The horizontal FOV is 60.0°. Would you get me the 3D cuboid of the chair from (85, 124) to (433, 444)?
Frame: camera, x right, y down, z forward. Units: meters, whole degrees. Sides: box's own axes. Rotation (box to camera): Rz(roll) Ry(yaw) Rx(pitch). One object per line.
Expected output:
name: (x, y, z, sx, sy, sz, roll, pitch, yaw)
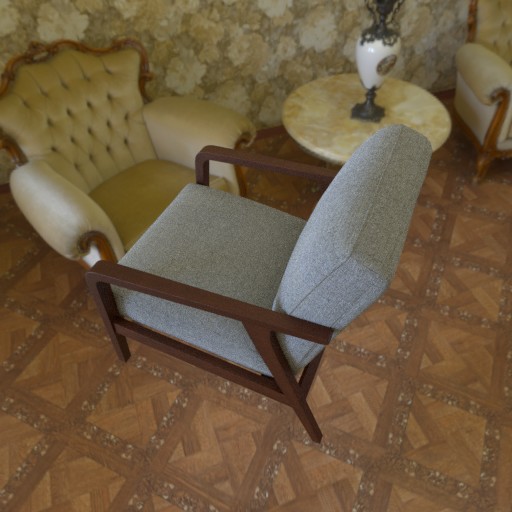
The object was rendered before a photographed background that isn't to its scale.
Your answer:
chair: (0.000, 0.000, 1.458, 0.858, 0.847, 0.704, 18, 49, 16)
